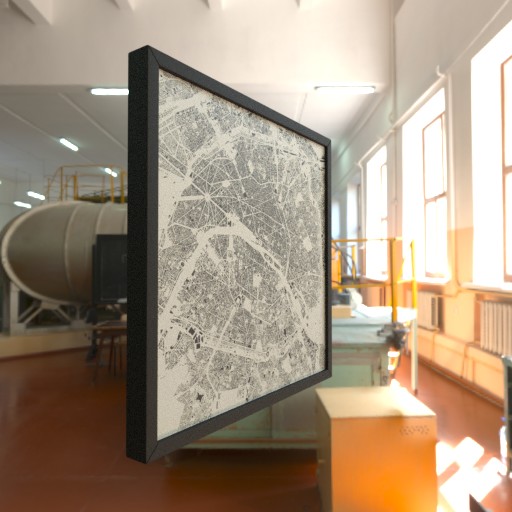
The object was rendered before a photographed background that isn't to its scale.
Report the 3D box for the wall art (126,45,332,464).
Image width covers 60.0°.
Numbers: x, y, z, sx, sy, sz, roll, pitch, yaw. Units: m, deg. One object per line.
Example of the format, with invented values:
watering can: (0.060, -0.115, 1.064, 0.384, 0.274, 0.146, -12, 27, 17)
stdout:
wall art: (0.000, 0.000, 0.752, 0.037, 0.508, 0.508, -1, -1, 35)
